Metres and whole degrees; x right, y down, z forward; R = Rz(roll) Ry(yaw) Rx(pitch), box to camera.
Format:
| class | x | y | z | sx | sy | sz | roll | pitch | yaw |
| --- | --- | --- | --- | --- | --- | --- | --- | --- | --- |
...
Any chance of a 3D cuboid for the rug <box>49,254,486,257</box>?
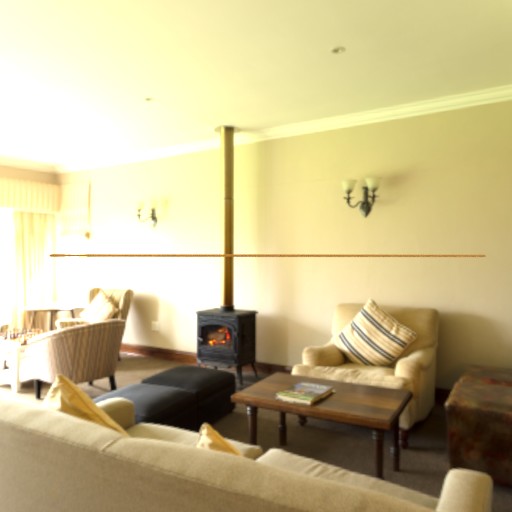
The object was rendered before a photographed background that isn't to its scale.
| class | x | y | z | sx | sy | sz | roll | pitch | yaw |
| --- | --- | --- | --- | --- | --- | --- | --- | --- | --- |
| rug | 0.000 | 0.000 | 2.335 | 1.829 | 0.010 | 1.219 | 0 | 0 | -17 |
